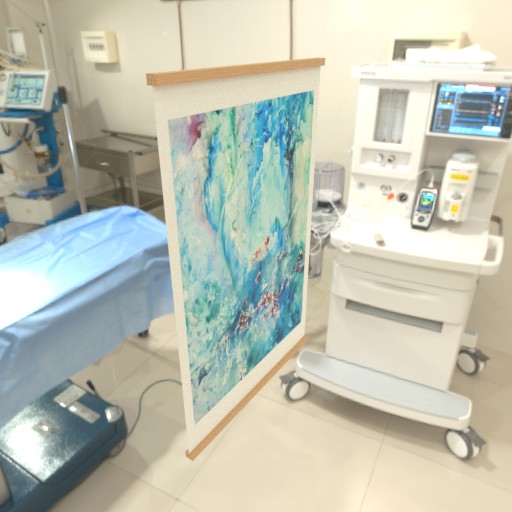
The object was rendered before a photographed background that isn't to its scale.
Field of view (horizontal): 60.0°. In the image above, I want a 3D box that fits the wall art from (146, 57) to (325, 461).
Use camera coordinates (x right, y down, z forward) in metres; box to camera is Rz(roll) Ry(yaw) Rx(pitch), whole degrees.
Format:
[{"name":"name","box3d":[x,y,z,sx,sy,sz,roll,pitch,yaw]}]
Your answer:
[{"name":"wall art","box3d":[0.000,0.000,0.641,0.013,0.510,0.335,17,32,31]}]
